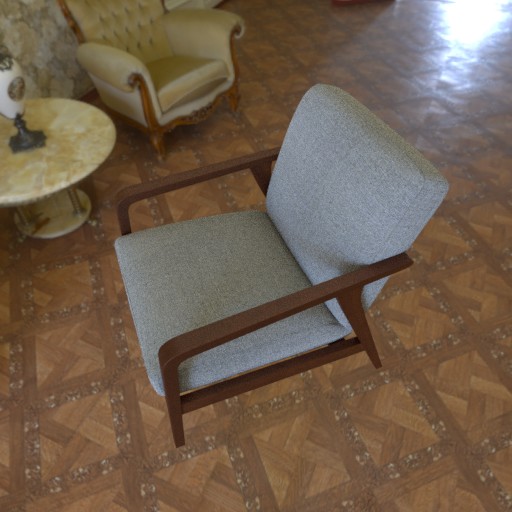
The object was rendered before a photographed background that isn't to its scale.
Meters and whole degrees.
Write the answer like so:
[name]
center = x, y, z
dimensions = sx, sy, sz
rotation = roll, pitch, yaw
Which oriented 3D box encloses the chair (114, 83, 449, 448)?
[chair]
center = 0.000, 0.000, 1.464
dimensions = 0.858, 0.847, 0.704
rotation = -16, 48, -15
